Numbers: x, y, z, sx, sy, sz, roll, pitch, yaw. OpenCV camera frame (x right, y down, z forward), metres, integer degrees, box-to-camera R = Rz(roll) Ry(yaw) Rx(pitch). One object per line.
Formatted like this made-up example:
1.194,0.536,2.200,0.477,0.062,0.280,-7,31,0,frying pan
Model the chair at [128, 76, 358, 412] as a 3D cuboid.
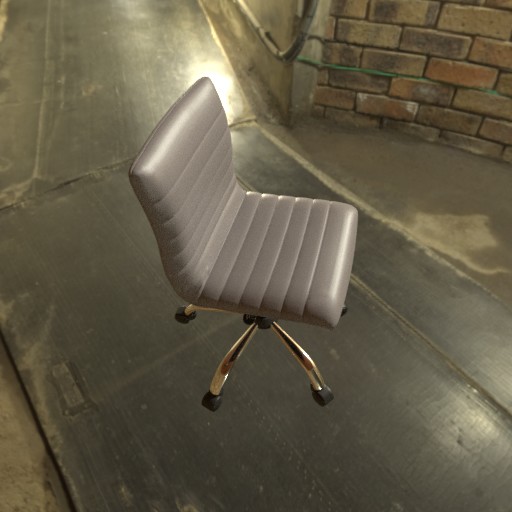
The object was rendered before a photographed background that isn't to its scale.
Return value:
0.000,0.000,1.145,0.542,0.750,0.569,11,48,10,chair
